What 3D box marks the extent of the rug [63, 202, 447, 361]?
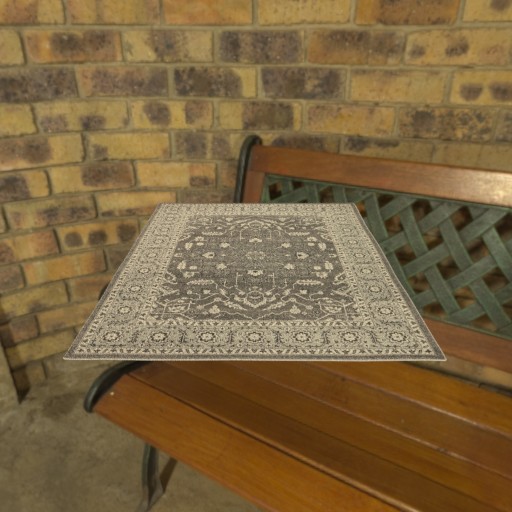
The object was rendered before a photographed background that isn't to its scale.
[{"bbox_3d":[0.000,0.000,4.195,2.451,0.026,3.069,0,26,0],"label":"rug"}]
